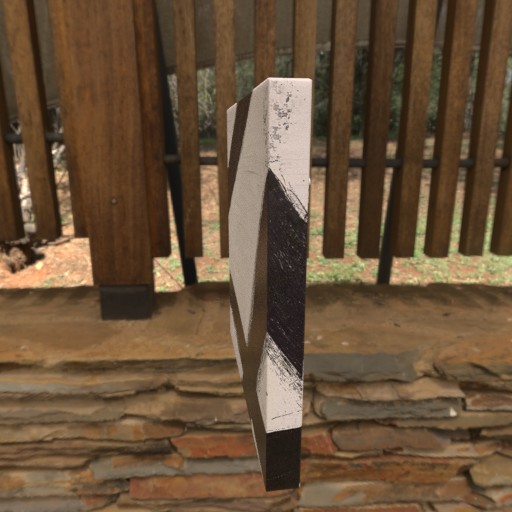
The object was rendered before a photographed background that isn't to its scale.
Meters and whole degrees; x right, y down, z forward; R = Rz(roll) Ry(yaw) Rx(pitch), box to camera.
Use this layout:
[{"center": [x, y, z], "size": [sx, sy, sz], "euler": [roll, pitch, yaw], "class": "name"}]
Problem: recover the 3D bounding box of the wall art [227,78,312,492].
[{"center": [0.000, 0.000, 0.759], "size": [0.050, 0.508, 0.507], "euler": [-2, 15, -8], "class": "wall art"}]
